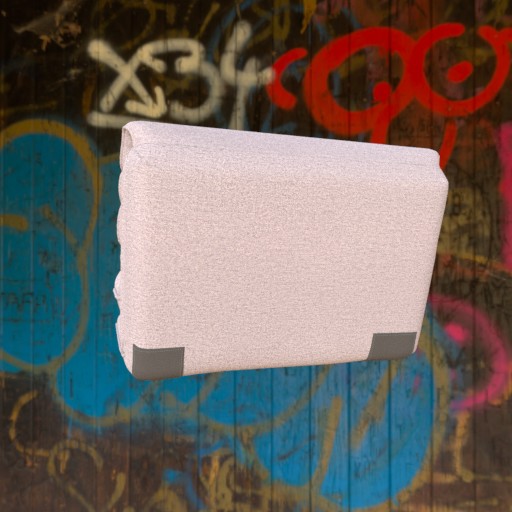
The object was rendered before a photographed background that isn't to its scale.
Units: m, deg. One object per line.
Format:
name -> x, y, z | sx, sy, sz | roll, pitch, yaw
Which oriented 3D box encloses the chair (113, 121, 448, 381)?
chair -> 0.000, 0.000, 1.342 | 0.820, 0.580, 0.780 | 0, 0, -19
